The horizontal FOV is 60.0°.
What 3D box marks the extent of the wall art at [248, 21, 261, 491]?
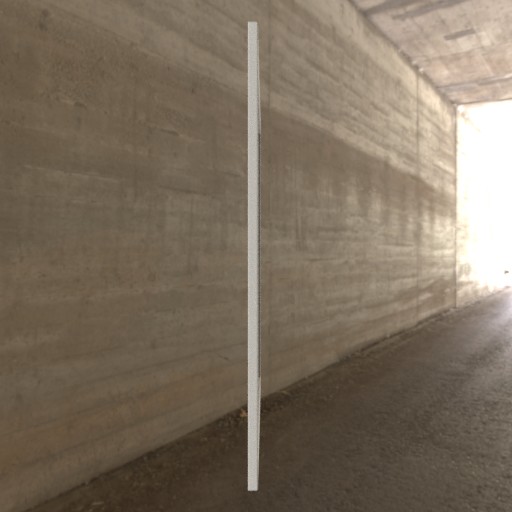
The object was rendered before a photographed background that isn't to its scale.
[{"bbox_3d":[0.000,0.000,0.685,0.012,0.529,0.374,0,0,1],"label":"wall art"}]
